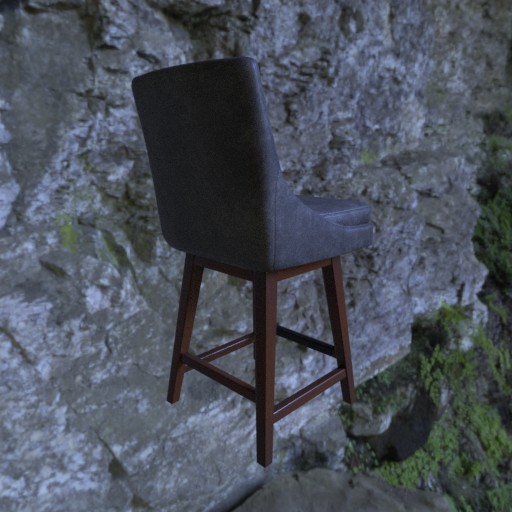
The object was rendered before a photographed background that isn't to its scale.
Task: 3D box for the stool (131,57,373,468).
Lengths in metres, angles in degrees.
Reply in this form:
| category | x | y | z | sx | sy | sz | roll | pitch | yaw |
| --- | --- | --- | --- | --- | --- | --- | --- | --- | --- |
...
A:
| category | x | y | z | sx | sy | sz | roll | pitch | yaw |
| --- | --- | --- | --- | --- | --- | --- | --- | --- | --- |
| stool | 0.000 | 0.000 | 1.383 | 0.492 | 1.046 | 0.587 | 14 | 20 | 43 |
